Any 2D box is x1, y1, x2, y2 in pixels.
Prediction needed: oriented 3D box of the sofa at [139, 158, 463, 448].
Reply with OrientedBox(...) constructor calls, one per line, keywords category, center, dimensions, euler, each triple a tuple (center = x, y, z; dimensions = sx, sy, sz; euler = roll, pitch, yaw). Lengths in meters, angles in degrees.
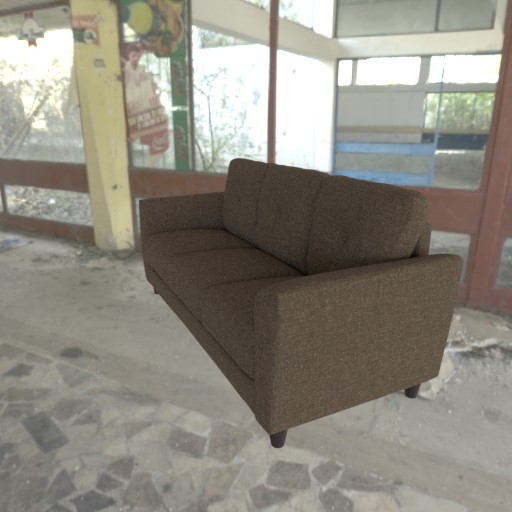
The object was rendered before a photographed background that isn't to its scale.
OrientedBox(category="sofa", center=(0.000, 0.000, 2.326), dimensions=(0.837, 0.891, 1.847), euler=(-8, 19, -26))
